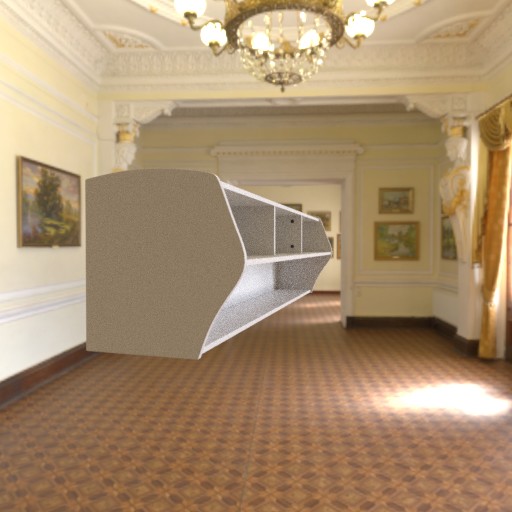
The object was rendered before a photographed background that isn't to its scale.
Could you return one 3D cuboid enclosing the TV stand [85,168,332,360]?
[{"bbox_3d":[0.000,0.000,1.695,0.397,0.424,1.473,0,1,17],"label":"TV stand"}]
